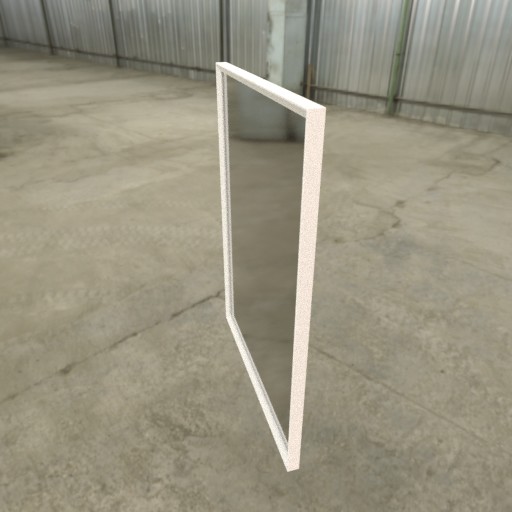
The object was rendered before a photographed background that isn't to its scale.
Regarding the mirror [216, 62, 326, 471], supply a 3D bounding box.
[{"bbox_3d":[0.000,0.000,1.355,0.041,1.016,0.762,-8,31,-15],"label":"mirror"}]
